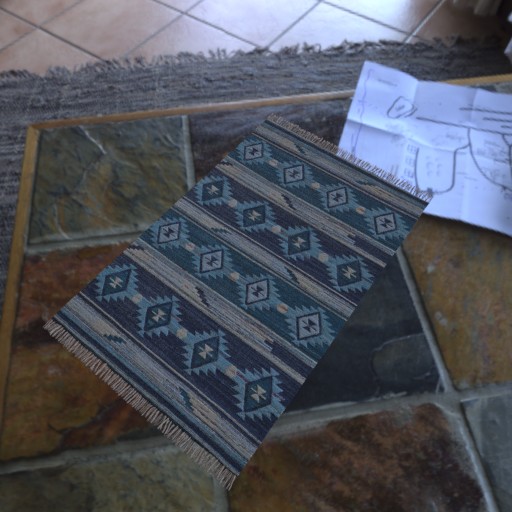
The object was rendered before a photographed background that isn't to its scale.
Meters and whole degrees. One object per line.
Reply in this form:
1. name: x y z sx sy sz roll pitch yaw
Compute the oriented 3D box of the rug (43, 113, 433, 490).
1. rug: 0.000 0.000 2.384 1.181 0.028 1.936 33 64 19
